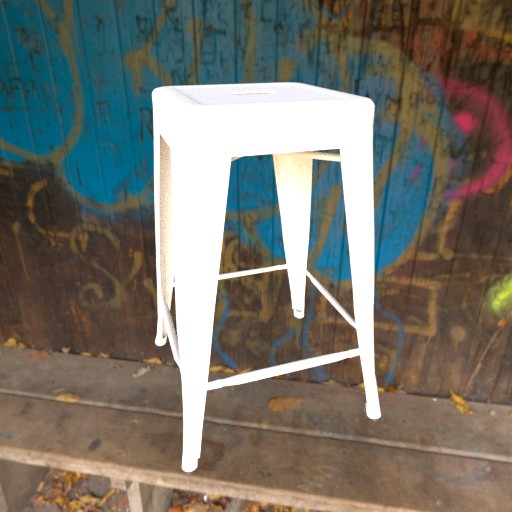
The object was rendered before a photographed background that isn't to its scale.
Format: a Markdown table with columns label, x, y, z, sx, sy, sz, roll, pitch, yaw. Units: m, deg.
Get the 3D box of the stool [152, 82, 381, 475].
| label | x | y | z | sx | sy | sz | roll | pitch | yaw |
| --- | --- | --- | --- | --- | --- | --- | --- | --- | --- |
| stool | 0.000 | 0.000 | 0.872 | 0.406 | 0.610 | 0.406 | -8 | 28 | -17 |
